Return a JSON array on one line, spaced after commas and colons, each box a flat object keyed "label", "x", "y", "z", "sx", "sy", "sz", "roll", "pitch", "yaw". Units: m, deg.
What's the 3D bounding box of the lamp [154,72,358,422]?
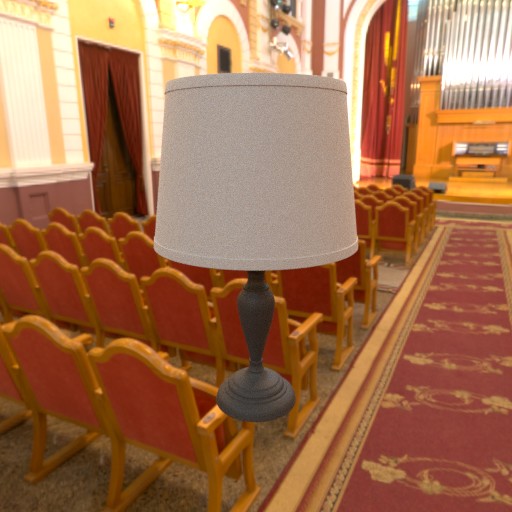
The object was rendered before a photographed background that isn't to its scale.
[{"label": "lamp", "x": 0.000, "y": 0.000, "z": 0.694, "sx": 0.310, "sy": 0.501, "sz": 0.310, "roll": 0, "pitch": 15, "yaw": 0}]
